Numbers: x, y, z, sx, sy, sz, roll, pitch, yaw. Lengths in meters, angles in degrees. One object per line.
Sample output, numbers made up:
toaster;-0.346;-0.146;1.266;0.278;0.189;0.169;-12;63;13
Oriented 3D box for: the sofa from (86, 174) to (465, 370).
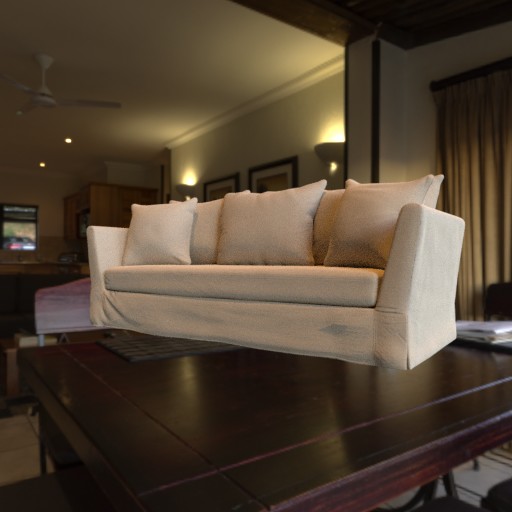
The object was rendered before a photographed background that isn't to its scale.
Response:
sofa;0.000;0.000;3.067;2.499;1.047;1.046;0;0;35
